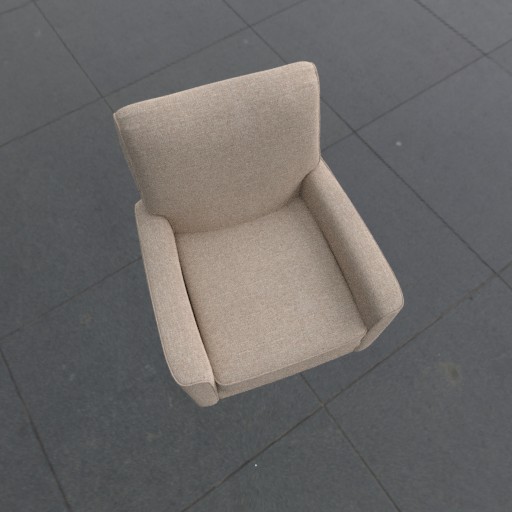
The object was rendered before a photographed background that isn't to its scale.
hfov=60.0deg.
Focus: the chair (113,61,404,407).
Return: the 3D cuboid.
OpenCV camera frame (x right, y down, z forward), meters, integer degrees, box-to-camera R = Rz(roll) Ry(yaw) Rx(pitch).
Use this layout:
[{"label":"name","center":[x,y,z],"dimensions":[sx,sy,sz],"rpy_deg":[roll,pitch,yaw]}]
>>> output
[{"label":"chair","center":[0.000,0.000,1.695],"dimensions":[0.841,1.028,0.858],"rpy_deg":[-18,66,-8]}]
